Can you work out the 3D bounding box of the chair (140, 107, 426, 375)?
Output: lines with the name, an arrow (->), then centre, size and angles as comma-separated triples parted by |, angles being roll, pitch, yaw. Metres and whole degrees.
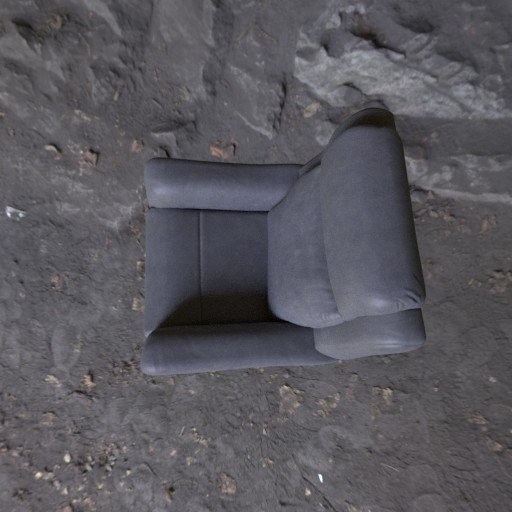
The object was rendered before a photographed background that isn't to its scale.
chair -> 0.000, 0.000, 1.935 | 1.068, 1.116, 0.967 | -3, 75, -1
